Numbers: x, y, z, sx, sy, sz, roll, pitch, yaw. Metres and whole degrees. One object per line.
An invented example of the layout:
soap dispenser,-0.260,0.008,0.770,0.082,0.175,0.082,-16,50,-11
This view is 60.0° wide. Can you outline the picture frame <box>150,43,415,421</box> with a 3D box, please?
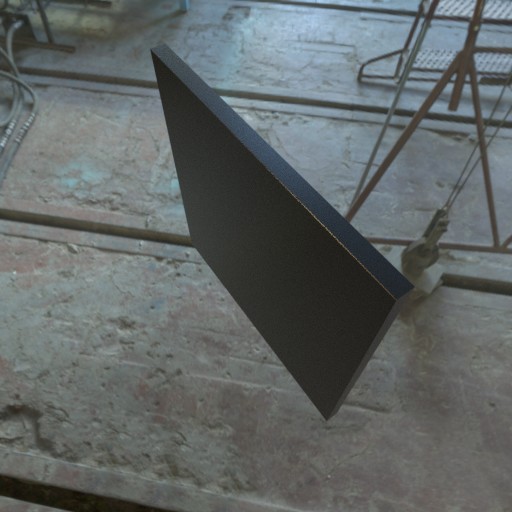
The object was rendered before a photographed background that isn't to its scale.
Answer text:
picture frame,0.000,0.000,0.834,0.029,0.557,0.559,-31,62,-18
